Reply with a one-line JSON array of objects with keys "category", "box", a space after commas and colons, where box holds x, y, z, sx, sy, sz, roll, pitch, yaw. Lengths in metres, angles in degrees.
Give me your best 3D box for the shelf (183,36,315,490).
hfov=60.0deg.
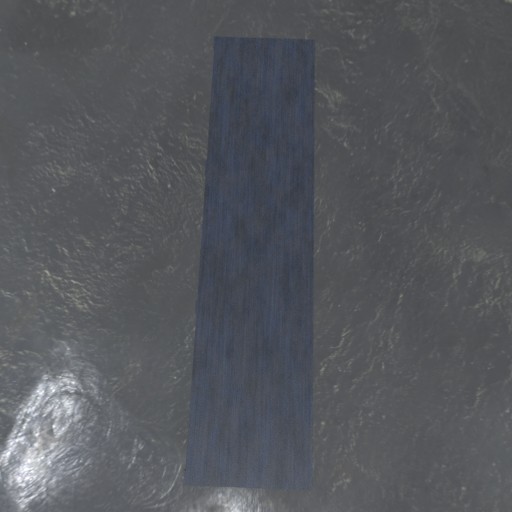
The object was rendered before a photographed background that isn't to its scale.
[{"category": "shelf", "box": [0.000, 0.000, 2.152, 0.471, 0.715, 1.878, 2, 76, 0]}]
